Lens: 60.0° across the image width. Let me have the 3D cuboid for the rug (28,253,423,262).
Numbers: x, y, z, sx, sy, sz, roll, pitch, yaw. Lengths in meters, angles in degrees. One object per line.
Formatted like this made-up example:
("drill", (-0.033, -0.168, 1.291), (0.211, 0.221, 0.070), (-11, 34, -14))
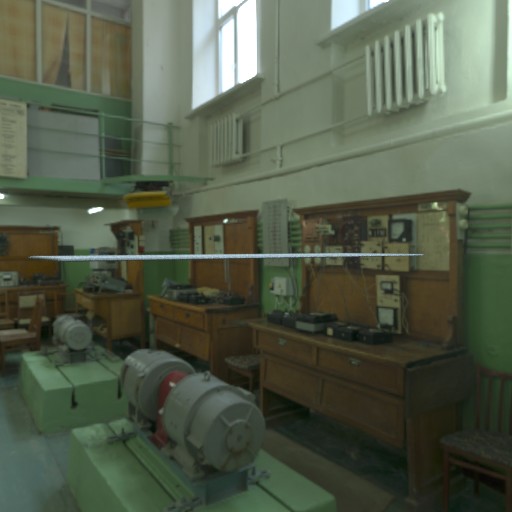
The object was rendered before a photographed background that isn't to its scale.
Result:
("rug", (0.000, 0.000, 2.481), (2.196, 0.011, 0.662), (-1, 1, -36))
